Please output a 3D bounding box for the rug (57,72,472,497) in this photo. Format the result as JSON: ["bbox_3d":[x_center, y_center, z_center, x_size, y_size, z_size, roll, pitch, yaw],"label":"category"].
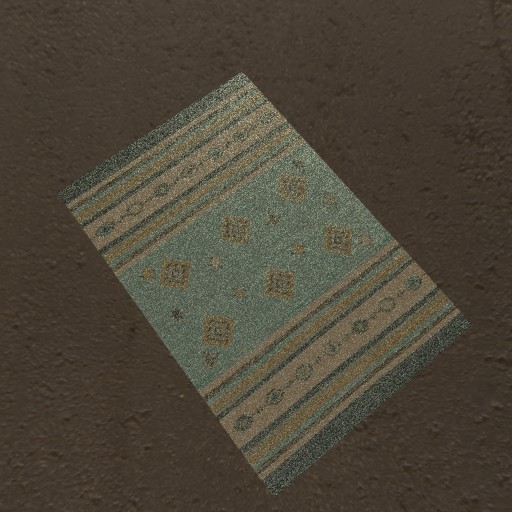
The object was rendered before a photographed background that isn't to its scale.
[{"bbox_3d":[0.000,0.000,2.215,1.212,0.010,1.811,-37,77,-10],"label":"rug"}]
